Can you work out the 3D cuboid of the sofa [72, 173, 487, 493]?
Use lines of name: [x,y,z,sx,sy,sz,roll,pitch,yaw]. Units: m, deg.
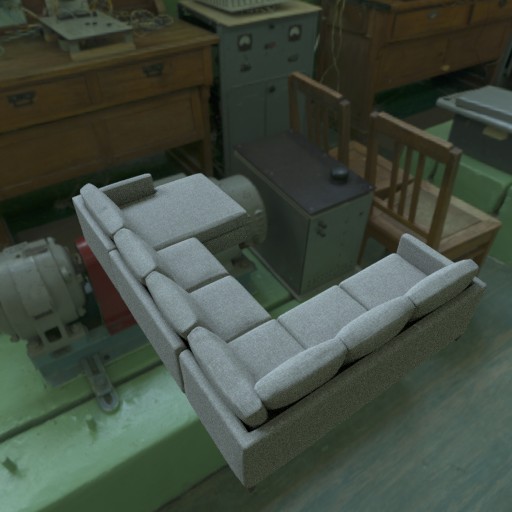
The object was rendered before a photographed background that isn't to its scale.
sofa: [0.000,0.000,4.519,2.593,0.959,3.460,-25,47,-25]
